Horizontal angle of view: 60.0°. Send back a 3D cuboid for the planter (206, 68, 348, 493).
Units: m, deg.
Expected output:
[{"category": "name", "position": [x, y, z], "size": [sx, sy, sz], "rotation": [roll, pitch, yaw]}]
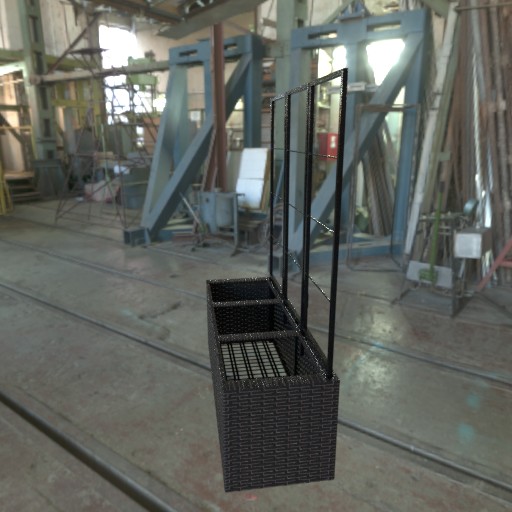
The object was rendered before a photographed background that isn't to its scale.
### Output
[{"category": "planter", "position": [0.000, 0.000, 1.174], "size": [0.244, 0.841, 0.699], "rotation": [-2, 15, -9]}]
